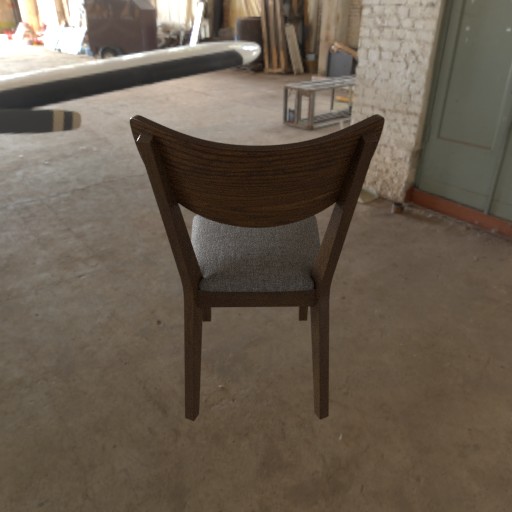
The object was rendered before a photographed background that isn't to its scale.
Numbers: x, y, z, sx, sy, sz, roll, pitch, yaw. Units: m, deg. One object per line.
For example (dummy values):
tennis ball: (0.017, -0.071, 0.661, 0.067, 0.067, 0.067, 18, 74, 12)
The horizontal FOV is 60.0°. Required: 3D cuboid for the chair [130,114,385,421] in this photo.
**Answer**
chair: (0.000, 0.000, 1.231, 0.491, 0.849, 0.583, 0, 29, -1)
